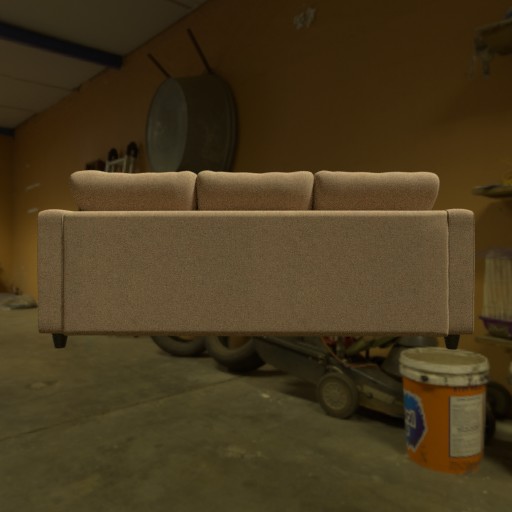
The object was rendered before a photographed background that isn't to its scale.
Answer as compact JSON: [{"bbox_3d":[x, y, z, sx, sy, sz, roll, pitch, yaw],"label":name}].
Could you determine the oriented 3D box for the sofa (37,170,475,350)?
[{"bbox_3d":[0.000,0.000,2.330,1.855,0.800,0.930,0,0,1],"label":"sofa"}]
